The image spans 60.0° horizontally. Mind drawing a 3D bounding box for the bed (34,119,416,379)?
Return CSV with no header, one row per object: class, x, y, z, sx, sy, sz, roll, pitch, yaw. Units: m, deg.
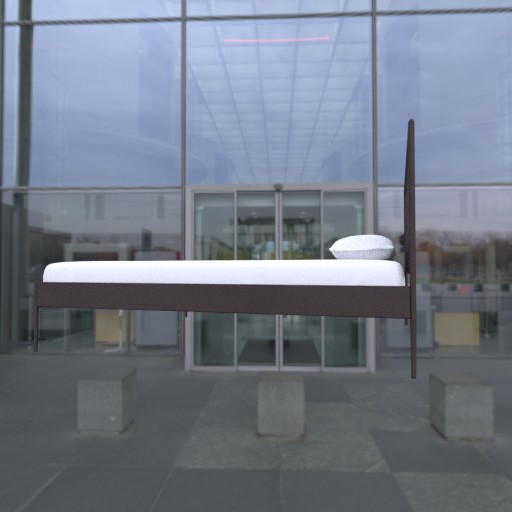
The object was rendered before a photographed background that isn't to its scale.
bed,0.000,0.000,3.270,2.151,1.173,1.993,-1,-2,18
